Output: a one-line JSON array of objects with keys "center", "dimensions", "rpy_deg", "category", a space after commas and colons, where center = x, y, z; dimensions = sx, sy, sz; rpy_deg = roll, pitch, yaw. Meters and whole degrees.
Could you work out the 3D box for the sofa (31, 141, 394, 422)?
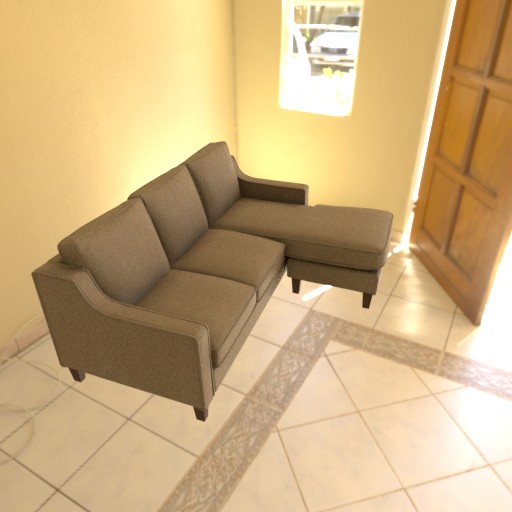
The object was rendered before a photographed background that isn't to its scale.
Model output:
[{"center": [0.000, 0.000, 3.326], "dimensions": [1.858, 1.081, 2.317], "rpy_deg": [11, 32, 17], "category": "sofa"}]
